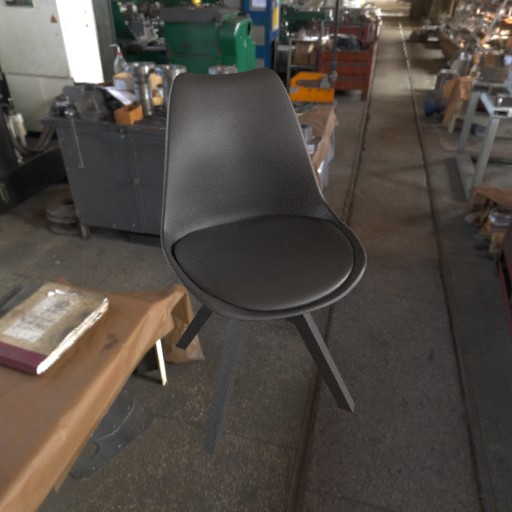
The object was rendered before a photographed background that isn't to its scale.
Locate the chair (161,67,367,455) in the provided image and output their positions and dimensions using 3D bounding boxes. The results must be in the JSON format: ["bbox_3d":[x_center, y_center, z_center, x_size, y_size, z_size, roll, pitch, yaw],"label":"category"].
[{"bbox_3d":[0.000,0.000,1.189,0.485,0.850,0.550,-10,34,-16],"label":"chair"}]
